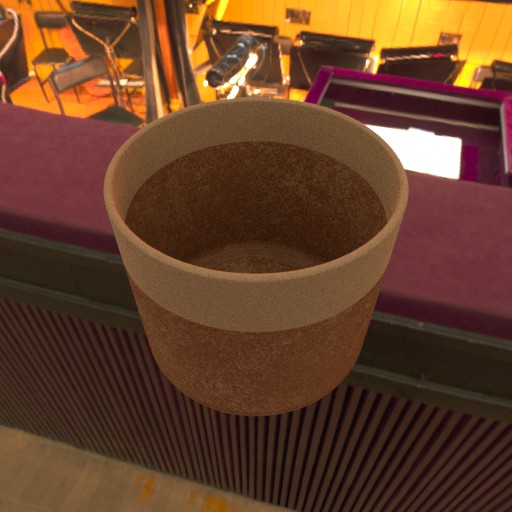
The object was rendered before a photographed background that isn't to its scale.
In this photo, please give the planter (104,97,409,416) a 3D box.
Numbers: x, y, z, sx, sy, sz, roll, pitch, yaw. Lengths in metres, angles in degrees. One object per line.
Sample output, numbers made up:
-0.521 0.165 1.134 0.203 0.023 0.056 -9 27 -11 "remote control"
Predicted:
0.000 0.000 0.285 0.159 0.138 0.159 0 46 0 "planter"
